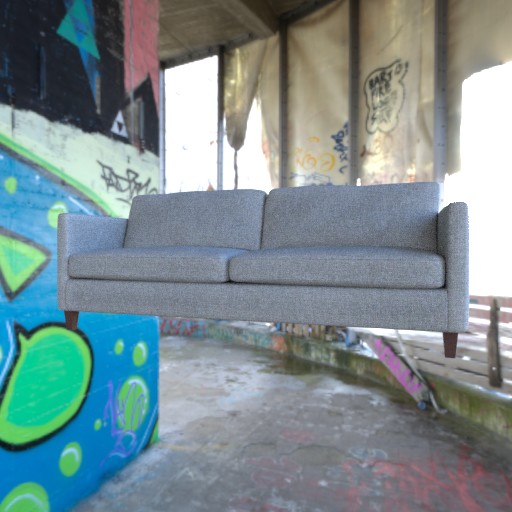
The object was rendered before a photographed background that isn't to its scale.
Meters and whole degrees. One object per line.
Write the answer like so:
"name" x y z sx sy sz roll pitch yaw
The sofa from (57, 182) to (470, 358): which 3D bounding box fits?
"sofa" 0.000 0.000 2.887 2.434 0.951 0.948 0 1 19
